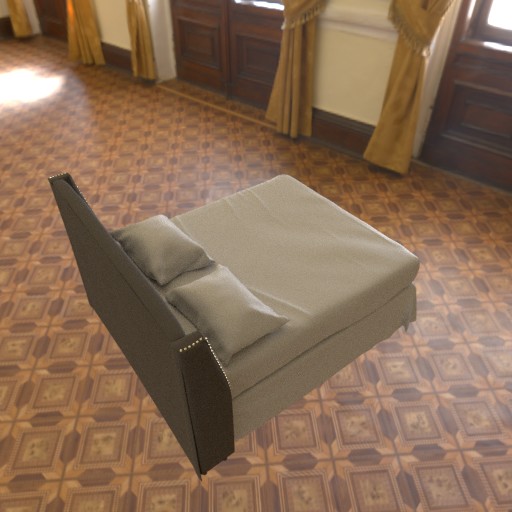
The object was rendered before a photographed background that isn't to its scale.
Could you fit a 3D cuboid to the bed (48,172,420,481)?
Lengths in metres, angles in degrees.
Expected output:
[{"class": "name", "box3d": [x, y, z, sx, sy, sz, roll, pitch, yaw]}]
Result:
[{"class": "bed", "box3d": [0.000, 0.000, 3.453, 2.276, 1.332, 1.925, -26, 47, -27]}]
